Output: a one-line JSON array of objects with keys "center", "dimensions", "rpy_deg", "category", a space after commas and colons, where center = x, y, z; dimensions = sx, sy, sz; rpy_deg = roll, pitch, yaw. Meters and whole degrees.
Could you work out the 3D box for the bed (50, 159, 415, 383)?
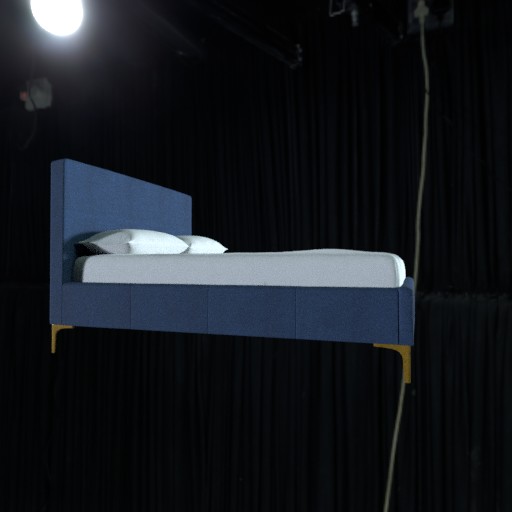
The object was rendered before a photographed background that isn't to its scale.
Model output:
[{"center": [0.000, 0.000, 3.236], "dimensions": [2.172, 1.231, 1.723], "rpy_deg": [0, -1, 19], "category": "bed"}]
